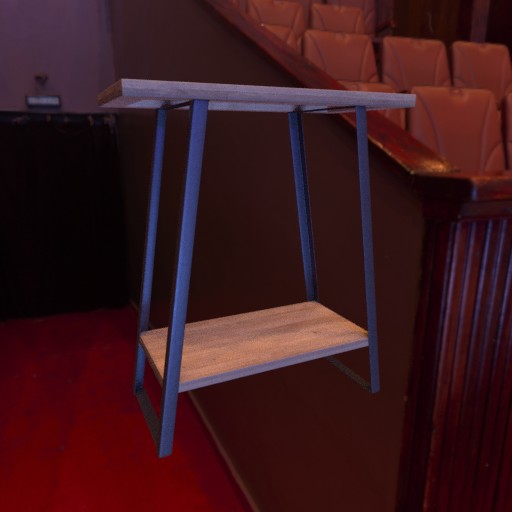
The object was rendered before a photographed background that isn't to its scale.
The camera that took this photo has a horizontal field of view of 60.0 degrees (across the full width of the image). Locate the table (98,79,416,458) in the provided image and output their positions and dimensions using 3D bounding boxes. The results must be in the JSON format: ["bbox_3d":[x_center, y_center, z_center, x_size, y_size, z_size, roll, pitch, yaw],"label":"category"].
[{"bbox_3d":[0.000,0.000,1.021,0.599,0.701,0.300,-7,17,-25],"label":"table"}]
